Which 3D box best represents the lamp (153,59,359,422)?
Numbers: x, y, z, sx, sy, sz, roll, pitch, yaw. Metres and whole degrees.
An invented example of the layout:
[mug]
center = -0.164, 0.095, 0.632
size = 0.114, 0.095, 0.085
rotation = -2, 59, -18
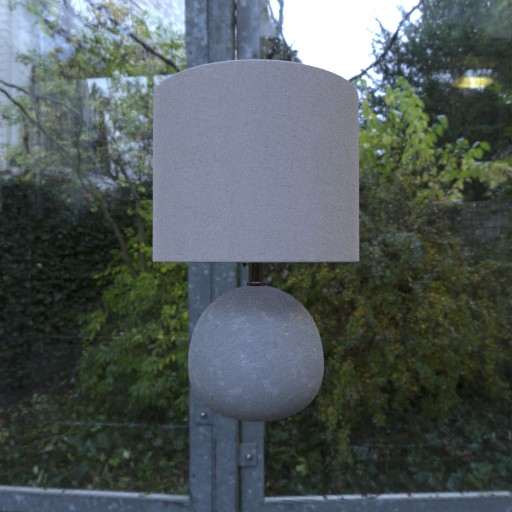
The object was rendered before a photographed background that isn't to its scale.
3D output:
[lamp]
center = 0.000, 0.000, 0.594
size = 0.269, 0.409, 0.269
rotation = 0, 0, 18
